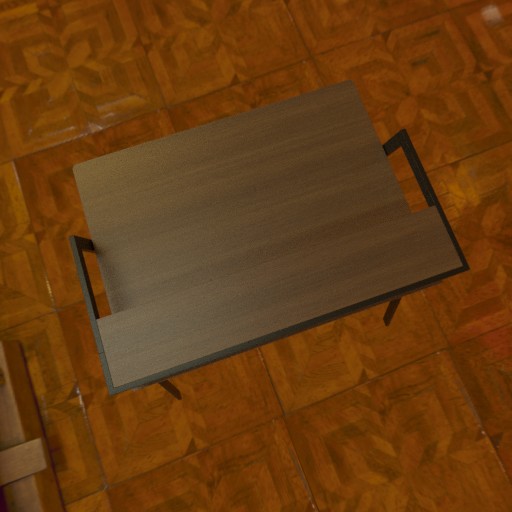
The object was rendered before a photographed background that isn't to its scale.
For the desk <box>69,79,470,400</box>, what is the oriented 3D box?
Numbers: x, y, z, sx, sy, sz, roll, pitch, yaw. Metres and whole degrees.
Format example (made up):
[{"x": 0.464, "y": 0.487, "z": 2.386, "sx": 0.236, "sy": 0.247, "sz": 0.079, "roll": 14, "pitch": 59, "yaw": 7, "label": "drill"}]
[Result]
[{"x": 0.000, "y": 0.000, "z": 1.882, "sx": 1.143, "sy": 0.998, "sz": 0.936, "roll": -19, "pitch": 78, "yaw": -4, "label": "desk"}]
